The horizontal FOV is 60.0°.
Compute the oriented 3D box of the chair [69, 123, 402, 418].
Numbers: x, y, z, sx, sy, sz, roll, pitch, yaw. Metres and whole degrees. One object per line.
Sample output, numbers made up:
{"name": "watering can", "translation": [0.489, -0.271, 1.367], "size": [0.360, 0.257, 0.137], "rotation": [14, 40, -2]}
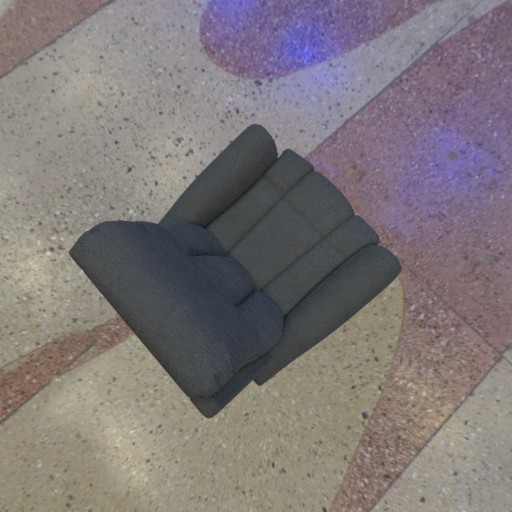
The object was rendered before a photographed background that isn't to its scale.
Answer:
{"name": "chair", "translation": [0.000, 0.000, 1.758], "size": [0.979, 1.031, 0.871], "rotation": [-41, 79, -10]}
